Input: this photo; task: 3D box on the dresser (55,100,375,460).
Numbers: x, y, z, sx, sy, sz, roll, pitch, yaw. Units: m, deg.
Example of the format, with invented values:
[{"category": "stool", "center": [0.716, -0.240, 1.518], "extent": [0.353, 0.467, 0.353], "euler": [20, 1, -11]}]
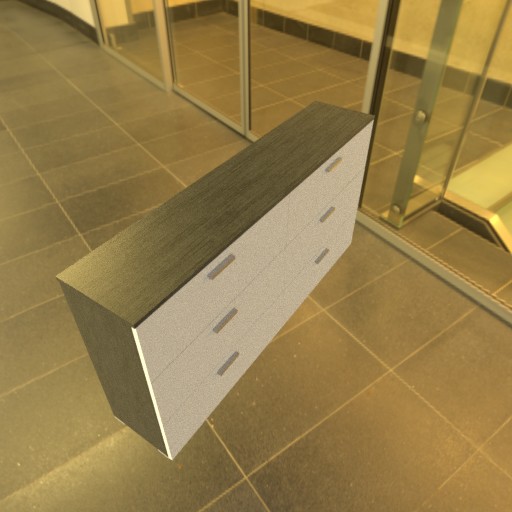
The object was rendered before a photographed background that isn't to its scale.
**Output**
[{"category": "dresser", "center": [0.000, 0.000, 1.929], "extent": [0.333, 0.790, 1.535], "euler": [24, 47, 25]}]
